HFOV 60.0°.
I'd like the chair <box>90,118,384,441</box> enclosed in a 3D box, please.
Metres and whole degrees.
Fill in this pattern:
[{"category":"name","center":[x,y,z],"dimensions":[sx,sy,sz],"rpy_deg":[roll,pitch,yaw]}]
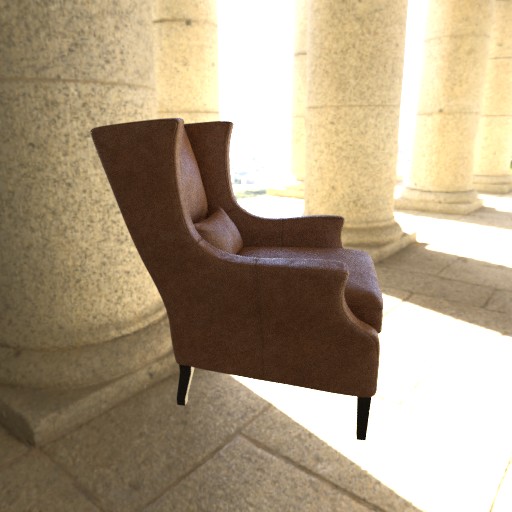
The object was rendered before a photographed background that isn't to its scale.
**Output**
[{"category":"chair","center":[0.000,0.000,1.724],"dimensions":[0.926,1.016,0.853],"rpy_deg":[3,17,9]}]
